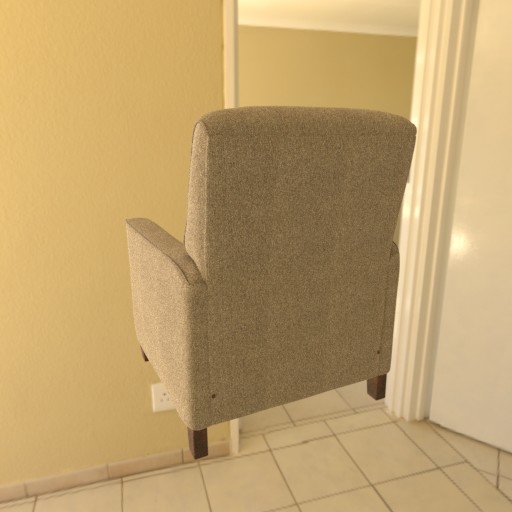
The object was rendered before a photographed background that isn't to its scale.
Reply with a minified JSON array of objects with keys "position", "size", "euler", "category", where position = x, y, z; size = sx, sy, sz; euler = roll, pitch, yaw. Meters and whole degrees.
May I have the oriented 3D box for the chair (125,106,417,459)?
[{"position":[0.000,0.000,1.661],"size":[0.841,1.028,0.858],"euler":[-8,17,-25],"category":"chair"}]
